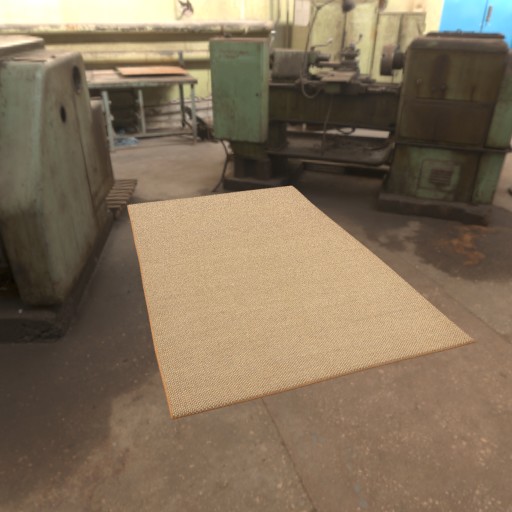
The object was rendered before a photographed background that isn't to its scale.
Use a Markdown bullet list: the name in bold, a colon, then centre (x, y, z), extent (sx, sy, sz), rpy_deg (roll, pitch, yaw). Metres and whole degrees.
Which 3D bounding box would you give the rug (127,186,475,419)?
- **rug**: centre (0.000, 0.000, 2.098), extent (1.078, 0.013, 1.678), rpy_deg (-9, 30, -16)
